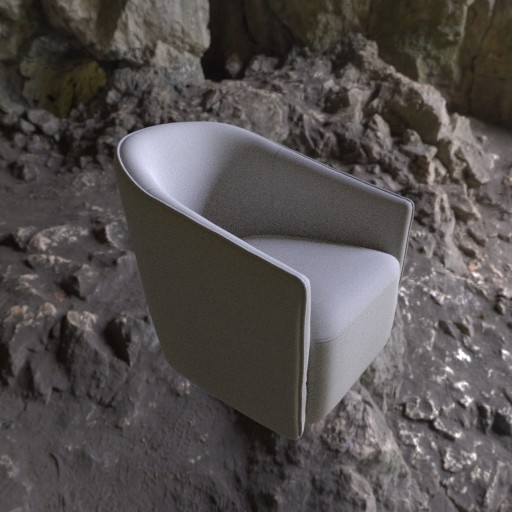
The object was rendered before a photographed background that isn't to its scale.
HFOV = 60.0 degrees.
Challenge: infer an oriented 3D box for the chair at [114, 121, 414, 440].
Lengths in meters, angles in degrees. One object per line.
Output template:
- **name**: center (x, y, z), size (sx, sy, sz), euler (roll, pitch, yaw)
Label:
- **chair**: center (0.000, 0.000, 1.520), size (0.875, 0.799, 0.747), euler (18, 31, 33)
